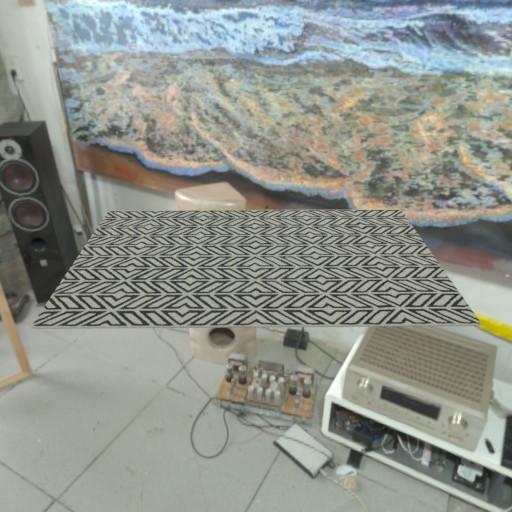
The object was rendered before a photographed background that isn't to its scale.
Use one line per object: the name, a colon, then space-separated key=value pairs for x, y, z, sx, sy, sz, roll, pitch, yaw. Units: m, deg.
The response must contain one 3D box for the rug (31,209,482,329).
rug: x=0.000 y=0.000 z=3.043 sx=2.438 sy=0.008 sz=1.523 roll=0 pitch=30 yaw=0
